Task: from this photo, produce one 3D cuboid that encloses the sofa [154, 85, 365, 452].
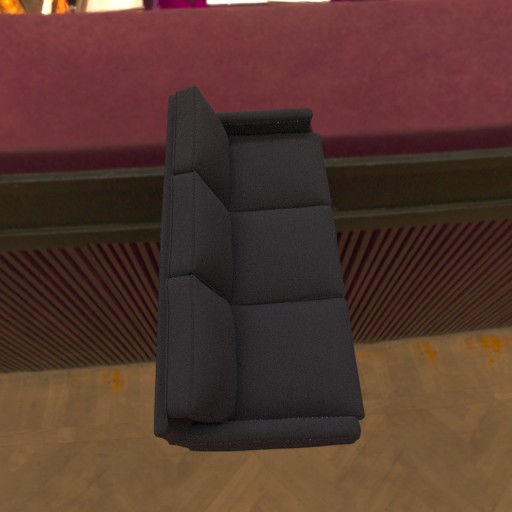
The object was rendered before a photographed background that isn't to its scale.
[{"bbox_3d":[0.000,0.000,2.839,1.084,1.003,2.246,-3,63,-1],"label":"sofa"}]
